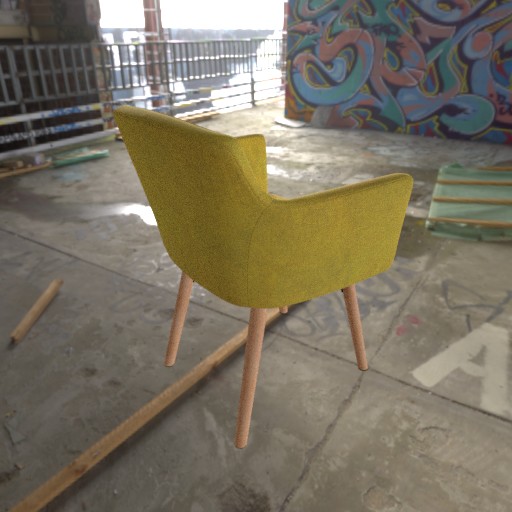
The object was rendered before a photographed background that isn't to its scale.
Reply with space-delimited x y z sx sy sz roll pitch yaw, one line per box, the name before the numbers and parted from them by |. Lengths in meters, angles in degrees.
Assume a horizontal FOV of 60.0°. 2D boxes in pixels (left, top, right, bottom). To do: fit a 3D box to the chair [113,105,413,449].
chair | 0.000 0.000 1.172 0.570 0.780 0.570 -19 33 -33
